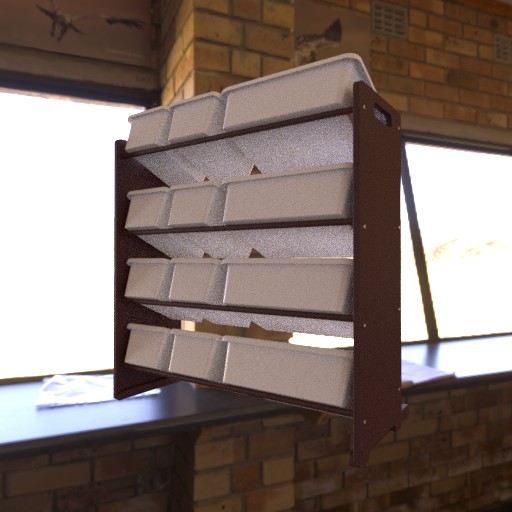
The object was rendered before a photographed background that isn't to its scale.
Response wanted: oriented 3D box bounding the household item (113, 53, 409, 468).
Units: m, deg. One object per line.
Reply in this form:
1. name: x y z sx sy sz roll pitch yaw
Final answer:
1. household item: 0.000 0.000 1.278 0.787 0.864 0.389 0 -1 35
